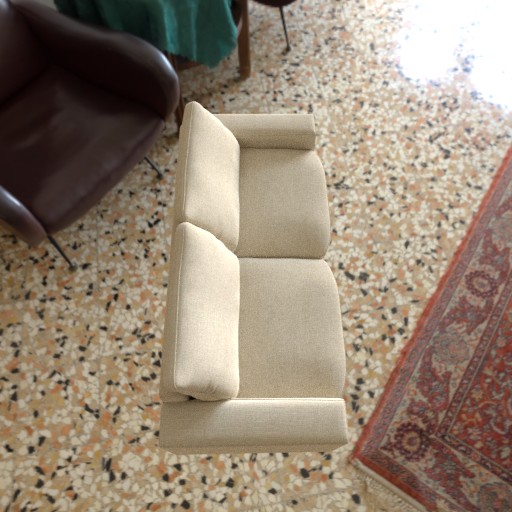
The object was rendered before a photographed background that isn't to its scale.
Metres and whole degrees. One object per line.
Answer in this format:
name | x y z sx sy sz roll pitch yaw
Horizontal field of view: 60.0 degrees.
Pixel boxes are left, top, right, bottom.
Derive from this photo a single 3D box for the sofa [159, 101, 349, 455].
sofa | 0.000 0.000 2.886 1.040 0.922 2.299 -1 62 -1
